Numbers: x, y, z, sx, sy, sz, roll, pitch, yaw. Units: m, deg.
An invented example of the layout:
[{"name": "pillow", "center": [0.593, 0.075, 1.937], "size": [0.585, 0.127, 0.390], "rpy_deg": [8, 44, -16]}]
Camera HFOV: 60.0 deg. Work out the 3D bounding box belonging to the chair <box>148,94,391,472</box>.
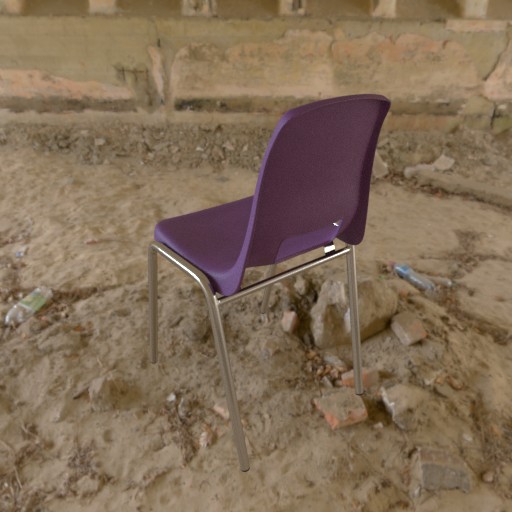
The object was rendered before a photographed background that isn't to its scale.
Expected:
[{"name": "chair", "center": [0.000, 0.000, 0.941], "size": [0.381, 0.704, 0.432], "rpy_deg": [-20, 35, -31]}]
